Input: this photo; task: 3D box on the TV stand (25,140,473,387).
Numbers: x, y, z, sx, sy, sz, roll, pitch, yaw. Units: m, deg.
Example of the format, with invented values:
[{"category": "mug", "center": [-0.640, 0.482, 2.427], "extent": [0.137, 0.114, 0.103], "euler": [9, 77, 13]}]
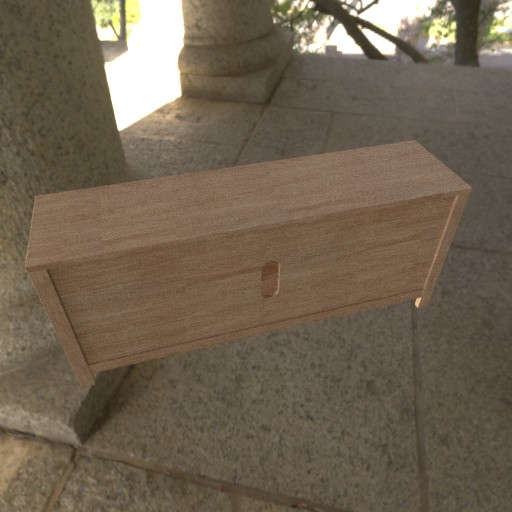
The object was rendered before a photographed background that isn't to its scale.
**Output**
[{"category": "TV stand", "center": [0.000, 0.000, 1.740], "extent": [1.466, 0.610, 0.398], "euler": [-11, 43, -12]}]
